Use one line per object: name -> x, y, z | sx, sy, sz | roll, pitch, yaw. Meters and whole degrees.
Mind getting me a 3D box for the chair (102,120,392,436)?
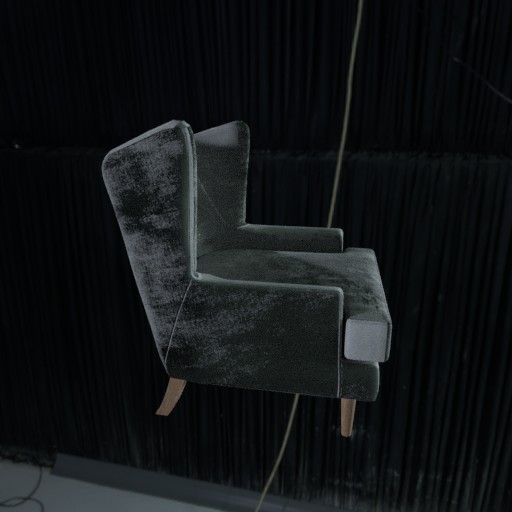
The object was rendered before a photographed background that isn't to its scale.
chair -> 0.000, 0.000, 1.625 | 0.906, 0.950, 0.784 | 3, 17, 10
